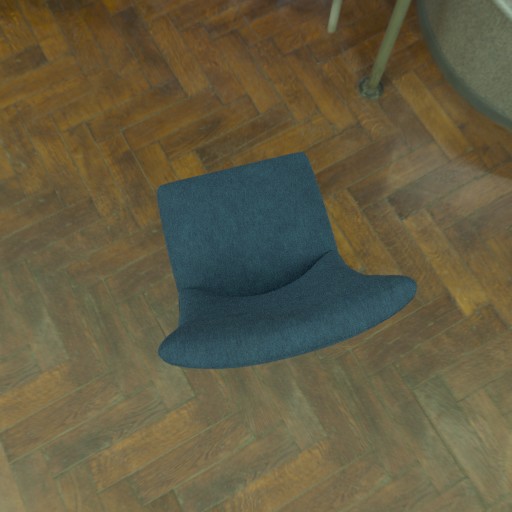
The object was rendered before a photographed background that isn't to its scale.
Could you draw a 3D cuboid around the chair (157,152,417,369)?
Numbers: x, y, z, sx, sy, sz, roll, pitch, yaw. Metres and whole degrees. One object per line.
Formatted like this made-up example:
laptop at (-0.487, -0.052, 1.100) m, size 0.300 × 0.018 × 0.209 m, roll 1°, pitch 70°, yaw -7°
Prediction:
chair at (0.000, 0.000, 1.262) m, size 0.495 × 0.902 × 0.609 m, roll -14°, pitch 75°, yaw -4°
